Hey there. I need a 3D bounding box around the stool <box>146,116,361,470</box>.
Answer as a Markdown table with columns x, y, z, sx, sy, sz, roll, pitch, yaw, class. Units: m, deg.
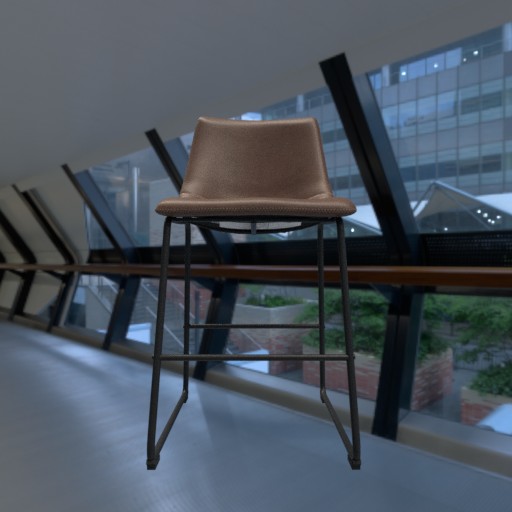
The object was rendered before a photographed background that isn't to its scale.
| x | y | z | sx | sy | sz | roll | pitch | yaw | class |
| --- | --- | --- | --- | --- | --- | --- | --- | --- | --- |
| 0.000 | 0.000 | 1.185 | 0.460 | 0.890 | 0.550 | 0 | 1 | 0 | stool |
